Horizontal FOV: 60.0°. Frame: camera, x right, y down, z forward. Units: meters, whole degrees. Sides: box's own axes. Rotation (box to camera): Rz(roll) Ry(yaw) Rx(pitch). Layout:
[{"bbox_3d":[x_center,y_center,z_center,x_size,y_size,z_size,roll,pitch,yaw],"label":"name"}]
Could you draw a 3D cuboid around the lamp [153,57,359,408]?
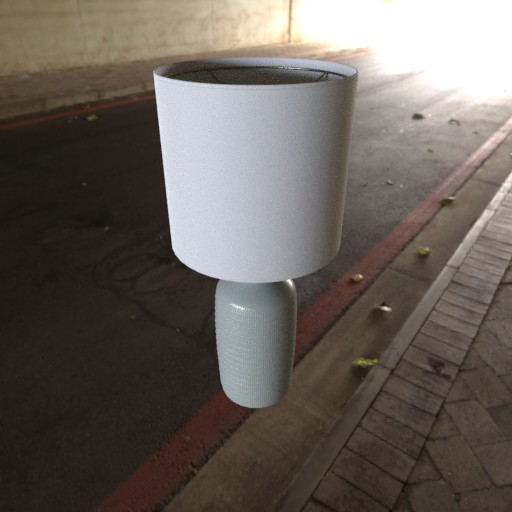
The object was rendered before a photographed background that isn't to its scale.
[{"bbox_3d":[0.000,0.000,0.604,0.220,0.475,0.220,-11,32,-18],"label":"lamp"}]
